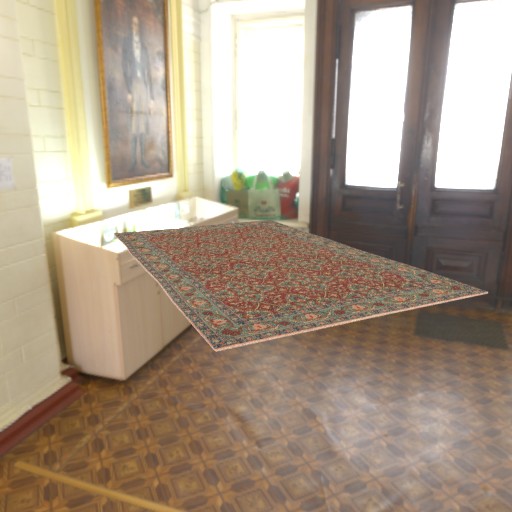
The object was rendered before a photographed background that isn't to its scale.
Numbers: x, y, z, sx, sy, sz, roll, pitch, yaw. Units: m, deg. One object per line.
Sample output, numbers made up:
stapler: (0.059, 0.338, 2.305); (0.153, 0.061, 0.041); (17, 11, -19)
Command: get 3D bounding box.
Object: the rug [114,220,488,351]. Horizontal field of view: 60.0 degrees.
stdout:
rug: (0.000, 0.000, 3.057); (1.533, 0.011, 2.439); (-7, 16, -25)
